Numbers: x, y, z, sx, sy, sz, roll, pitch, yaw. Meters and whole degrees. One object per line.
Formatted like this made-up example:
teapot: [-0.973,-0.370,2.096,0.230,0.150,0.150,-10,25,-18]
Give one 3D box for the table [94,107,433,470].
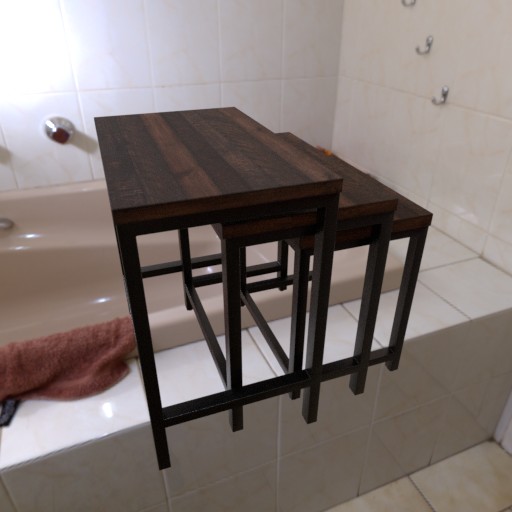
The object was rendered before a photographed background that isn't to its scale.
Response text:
table: [0.000,0.000,1.133,0.660,0.616,0.608,-10,32,-17]
